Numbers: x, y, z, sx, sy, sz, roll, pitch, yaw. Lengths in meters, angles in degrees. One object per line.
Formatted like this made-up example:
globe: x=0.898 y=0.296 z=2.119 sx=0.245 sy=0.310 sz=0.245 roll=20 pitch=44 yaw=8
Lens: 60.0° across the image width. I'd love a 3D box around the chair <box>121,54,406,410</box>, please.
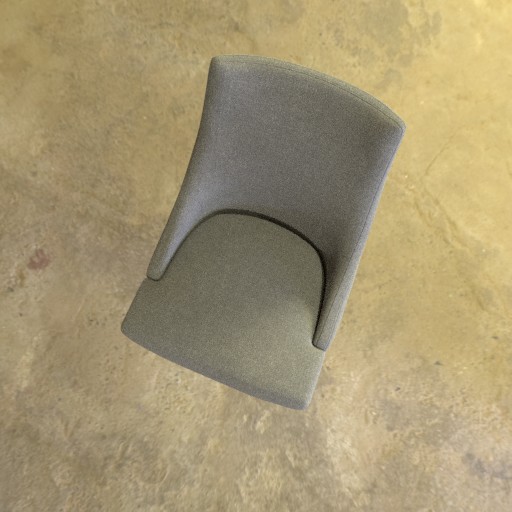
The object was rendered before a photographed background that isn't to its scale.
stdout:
chair: x=0.000 y=0.000 z=1.501 sx=0.701 sy=0.909 sz=0.861 roll=22 pitch=76 yaw=6
